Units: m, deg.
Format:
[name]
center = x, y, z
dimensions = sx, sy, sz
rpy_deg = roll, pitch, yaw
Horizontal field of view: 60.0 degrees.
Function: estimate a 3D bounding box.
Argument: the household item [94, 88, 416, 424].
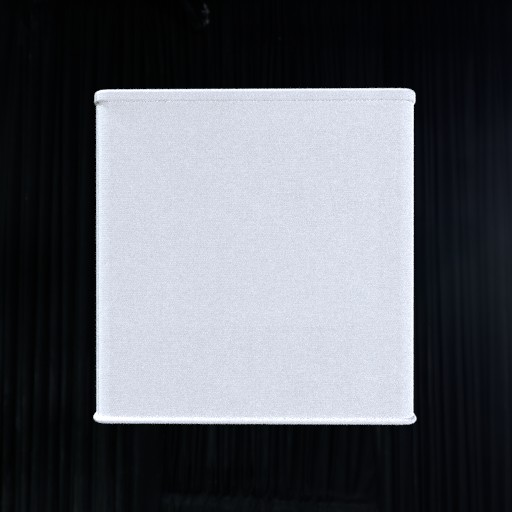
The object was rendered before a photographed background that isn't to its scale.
[household item]
center = 0.000, 0.000, 0.554
dimensions = 0.305, 0.305, 0.305
rpy_deg = 0, 0, 1
